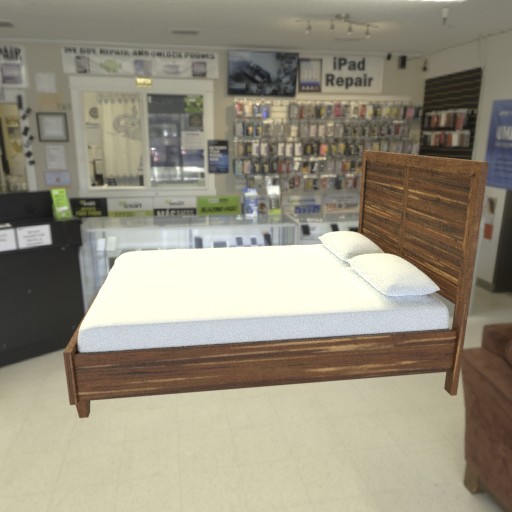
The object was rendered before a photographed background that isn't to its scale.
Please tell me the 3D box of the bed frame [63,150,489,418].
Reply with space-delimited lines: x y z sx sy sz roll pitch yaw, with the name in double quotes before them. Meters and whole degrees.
"bed frame" 0.000 0.000 3.207 2.276 1.417 1.696 -2 16 -8
